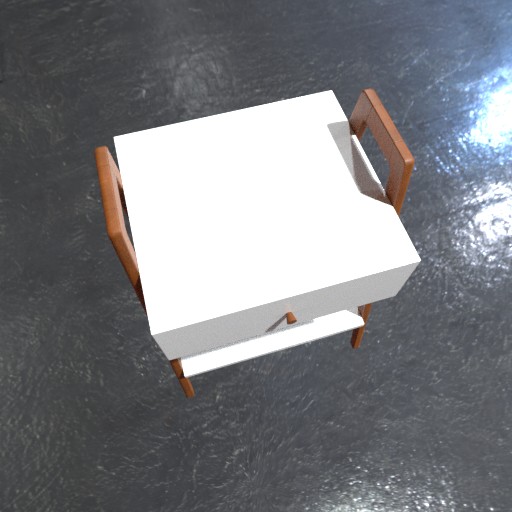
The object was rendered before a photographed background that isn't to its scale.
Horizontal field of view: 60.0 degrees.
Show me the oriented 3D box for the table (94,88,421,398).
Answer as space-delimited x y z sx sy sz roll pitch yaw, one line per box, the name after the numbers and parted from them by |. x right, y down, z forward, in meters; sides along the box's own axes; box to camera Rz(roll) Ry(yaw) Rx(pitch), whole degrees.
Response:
0.000 0.000 0.921 0.457 0.610 0.405 -15 63 -8 | table
